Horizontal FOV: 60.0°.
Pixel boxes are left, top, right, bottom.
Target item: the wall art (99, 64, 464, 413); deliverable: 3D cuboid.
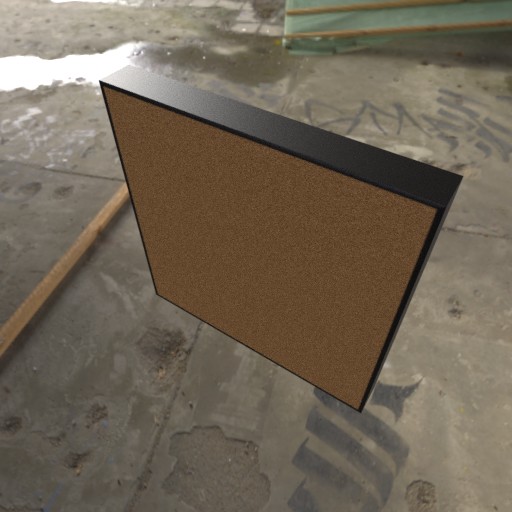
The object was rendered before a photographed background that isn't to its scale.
[{"bbox_3d":[0.000,0.000,0.450,0.304,0.303,0.037,26,52,22],"label":"wall art"}]
